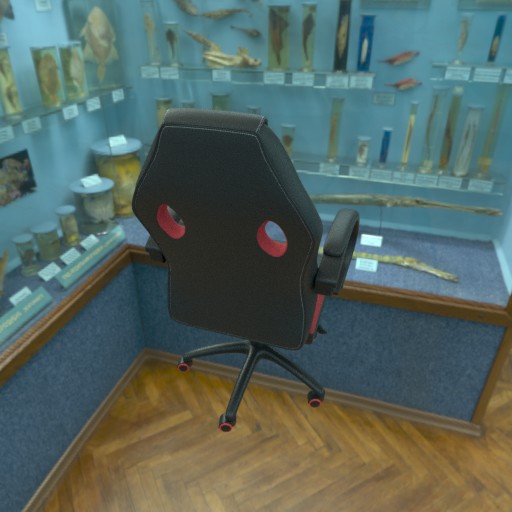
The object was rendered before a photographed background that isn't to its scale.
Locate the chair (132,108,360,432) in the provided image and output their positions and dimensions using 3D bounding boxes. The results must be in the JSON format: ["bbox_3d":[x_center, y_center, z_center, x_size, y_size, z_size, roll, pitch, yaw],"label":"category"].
[{"bbox_3d":[0.000,0.000,1.637,0.673,1.187,0.724,10,33,16],"label":"chair"}]
